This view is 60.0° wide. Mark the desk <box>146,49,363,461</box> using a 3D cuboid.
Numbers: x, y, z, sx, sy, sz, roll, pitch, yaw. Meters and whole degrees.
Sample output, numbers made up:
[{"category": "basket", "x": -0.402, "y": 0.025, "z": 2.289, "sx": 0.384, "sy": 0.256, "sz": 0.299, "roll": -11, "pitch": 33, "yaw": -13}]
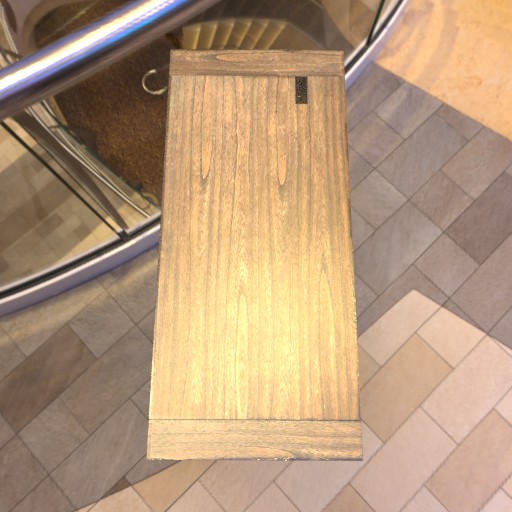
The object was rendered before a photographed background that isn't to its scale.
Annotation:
[{"category": "desk", "x": 0.000, "y": 0.000, "z": 1.998, "sx": 0.711, "sy": 0.751, "sz": 1.590, "roll": 0, "pitch": 76, "yaw": 0}]
